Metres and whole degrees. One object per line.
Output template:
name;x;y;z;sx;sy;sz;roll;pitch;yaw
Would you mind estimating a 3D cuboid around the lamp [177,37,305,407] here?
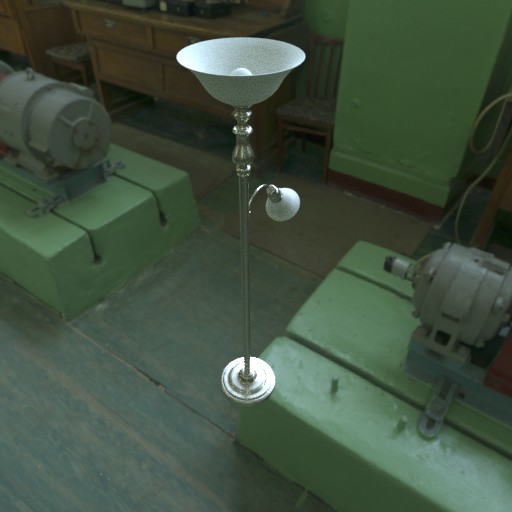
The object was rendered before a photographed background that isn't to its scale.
lamp;0.000;0.000;2.031;0.405;1.785;0.575;23;45;25
